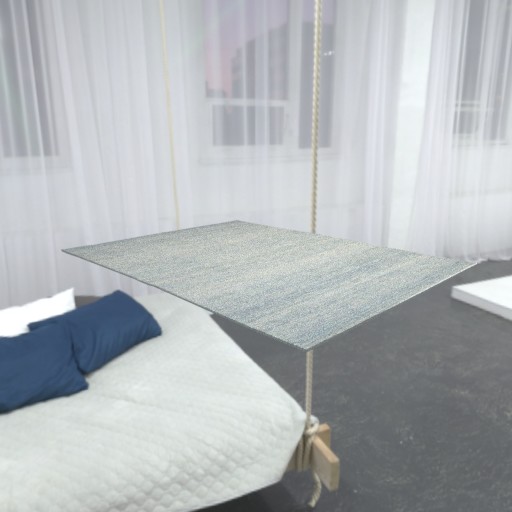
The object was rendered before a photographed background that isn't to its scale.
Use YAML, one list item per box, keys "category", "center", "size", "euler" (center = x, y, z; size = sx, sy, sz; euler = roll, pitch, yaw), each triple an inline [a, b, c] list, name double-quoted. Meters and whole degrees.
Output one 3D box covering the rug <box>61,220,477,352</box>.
- category: "rug"
  center: [0.000, 0.000, 4.282]
  size: [2.461, 0.046, 3.237]
  euler: [-14, 20, -43]
